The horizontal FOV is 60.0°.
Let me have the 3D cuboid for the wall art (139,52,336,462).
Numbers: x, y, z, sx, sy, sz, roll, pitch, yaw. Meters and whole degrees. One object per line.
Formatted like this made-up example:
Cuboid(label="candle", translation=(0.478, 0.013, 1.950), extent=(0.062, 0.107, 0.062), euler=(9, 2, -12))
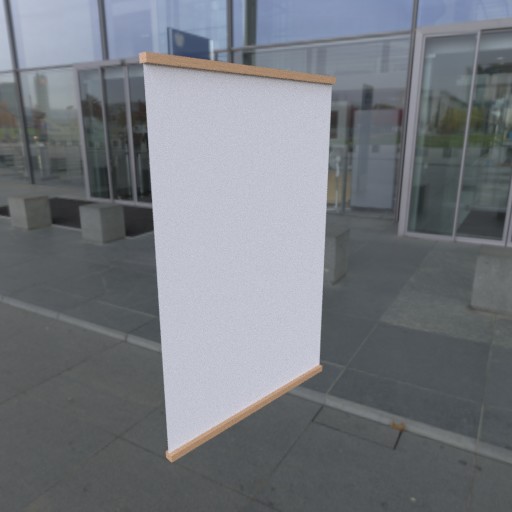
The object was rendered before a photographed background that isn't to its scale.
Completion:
Cuboid(label="wall art", translation=(0.000, 0.000, 0.775), extent=(0.401, 0.611, 0.016), euler=(-15, 22, -43))
